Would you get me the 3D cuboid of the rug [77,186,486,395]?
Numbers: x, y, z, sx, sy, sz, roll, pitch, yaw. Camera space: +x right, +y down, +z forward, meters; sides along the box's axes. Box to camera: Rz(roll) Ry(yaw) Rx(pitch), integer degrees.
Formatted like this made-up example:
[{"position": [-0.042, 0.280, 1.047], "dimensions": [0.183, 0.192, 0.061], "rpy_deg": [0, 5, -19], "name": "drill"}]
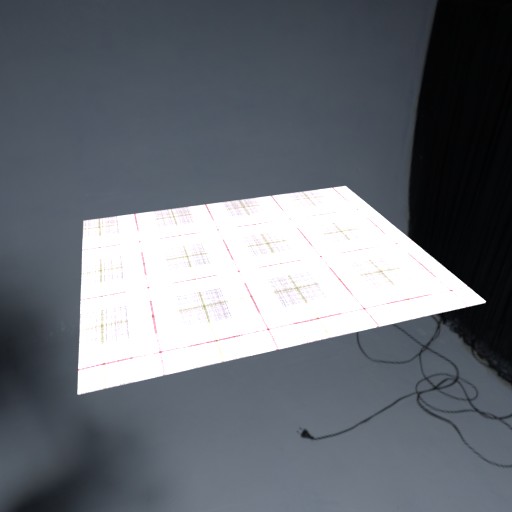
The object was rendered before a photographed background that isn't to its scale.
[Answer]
[{"position": [0.000, 0.000, 3.956], "dimensions": [2.959, 0.016, 2.317], "rpy_deg": [-9, 33, -15], "name": "rug"}]
